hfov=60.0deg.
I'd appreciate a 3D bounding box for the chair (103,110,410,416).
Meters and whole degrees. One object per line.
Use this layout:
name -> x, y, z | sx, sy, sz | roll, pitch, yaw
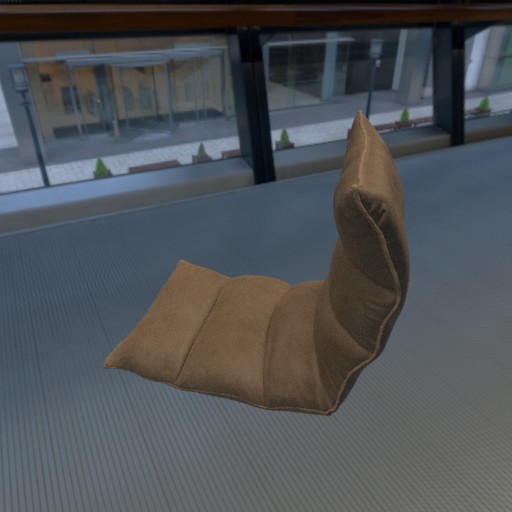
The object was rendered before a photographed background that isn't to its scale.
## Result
chair -> 0.000, 0.000, 1.575 | 0.985, 0.892, 0.714 | 9, 33, 14
